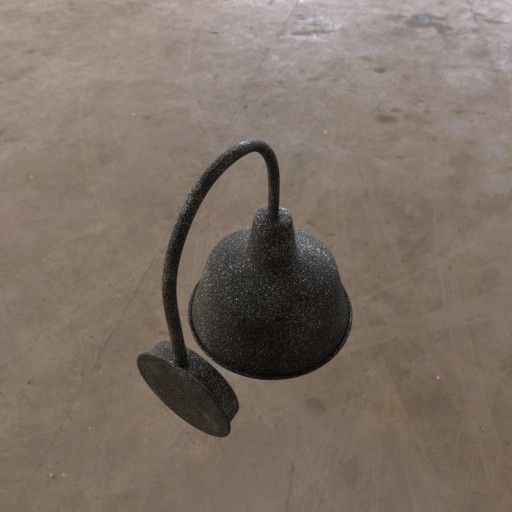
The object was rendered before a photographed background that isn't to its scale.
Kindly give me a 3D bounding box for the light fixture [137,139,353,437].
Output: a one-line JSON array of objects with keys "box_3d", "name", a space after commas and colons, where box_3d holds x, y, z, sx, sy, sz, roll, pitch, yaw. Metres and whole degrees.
[{"box_3d": [0.000, 0.000, 0.479, 0.216, 0.300, 0.283, 25, 50, 23], "name": "light fixture"}]
